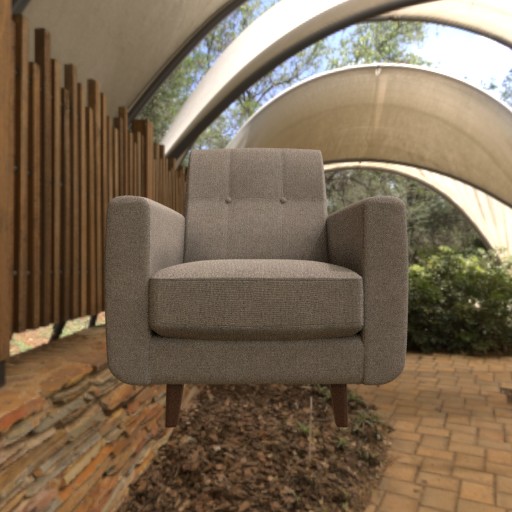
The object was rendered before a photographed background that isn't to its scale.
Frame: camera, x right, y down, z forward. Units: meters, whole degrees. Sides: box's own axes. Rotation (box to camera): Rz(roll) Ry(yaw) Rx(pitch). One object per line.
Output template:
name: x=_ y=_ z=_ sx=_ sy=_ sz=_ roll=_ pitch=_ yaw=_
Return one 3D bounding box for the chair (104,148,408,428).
chair: x=0.000 y=0.000 z=1.664 sx=0.845 sy=0.968 sz=0.942 roll=0 pitch=0 yaw=0
